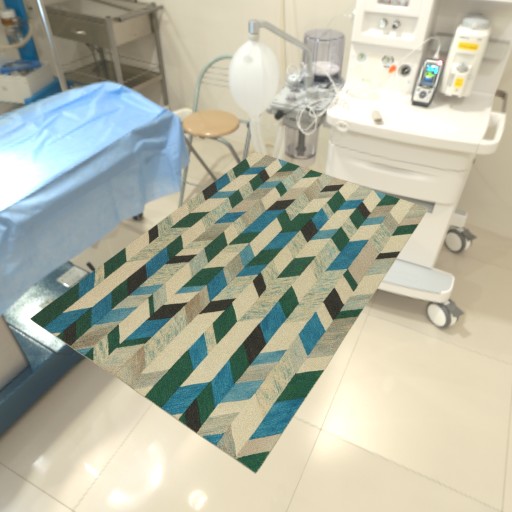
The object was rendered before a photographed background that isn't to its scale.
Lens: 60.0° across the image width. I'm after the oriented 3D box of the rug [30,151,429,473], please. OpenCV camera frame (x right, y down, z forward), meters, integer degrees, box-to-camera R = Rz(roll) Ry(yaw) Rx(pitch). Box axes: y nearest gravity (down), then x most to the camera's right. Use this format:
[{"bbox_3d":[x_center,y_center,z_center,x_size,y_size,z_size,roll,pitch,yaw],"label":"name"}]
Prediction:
[{"bbox_3d":[0.000,0.000,2.296,1.229,0.005,1.827,24,47,24],"label":"rug"}]
